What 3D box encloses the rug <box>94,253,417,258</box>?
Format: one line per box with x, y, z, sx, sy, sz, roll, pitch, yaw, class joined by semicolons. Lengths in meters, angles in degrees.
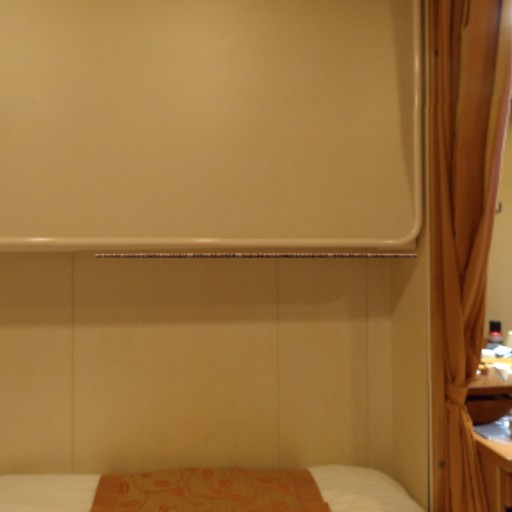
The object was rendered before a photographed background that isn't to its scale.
0.000;0.000;2.210;1.514;0.015;1.514;0;0;0;rug
